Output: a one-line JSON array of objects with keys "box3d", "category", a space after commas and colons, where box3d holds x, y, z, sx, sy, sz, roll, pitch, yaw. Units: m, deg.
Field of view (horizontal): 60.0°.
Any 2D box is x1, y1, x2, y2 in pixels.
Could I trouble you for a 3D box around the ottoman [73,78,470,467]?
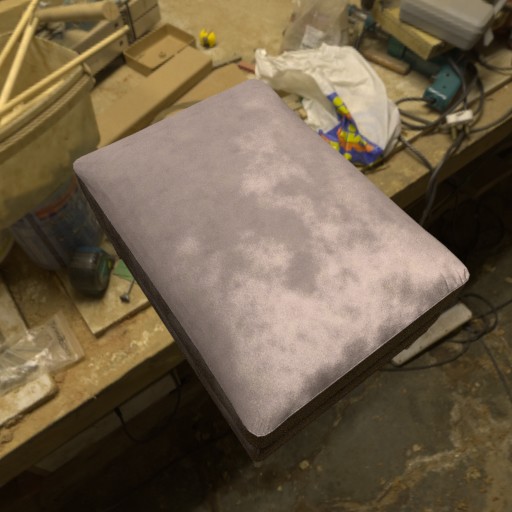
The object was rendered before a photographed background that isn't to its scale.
[{"box3d": [0.000, 0.000, 1.045, 0.520, 0.456, 0.719, -32, 64, -17], "category": "ottoman"}]
